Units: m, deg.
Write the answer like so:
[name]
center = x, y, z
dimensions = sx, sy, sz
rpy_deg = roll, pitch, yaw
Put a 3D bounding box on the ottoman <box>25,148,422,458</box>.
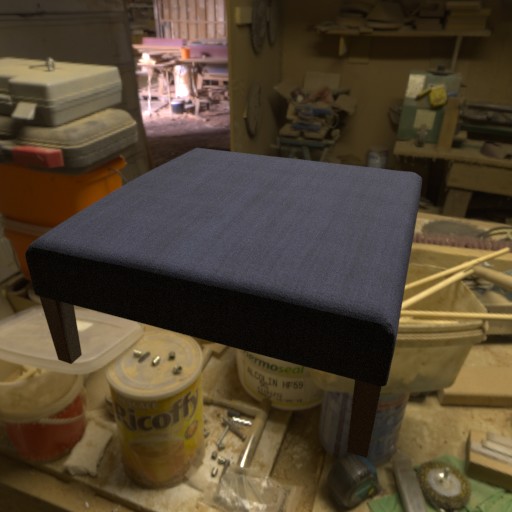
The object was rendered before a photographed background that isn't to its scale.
[ottoman]
center = 0.000, 0.000, 1.375
dimensions = 0.889, 0.411, 0.890
rpy_deg = 11, 31, 18
